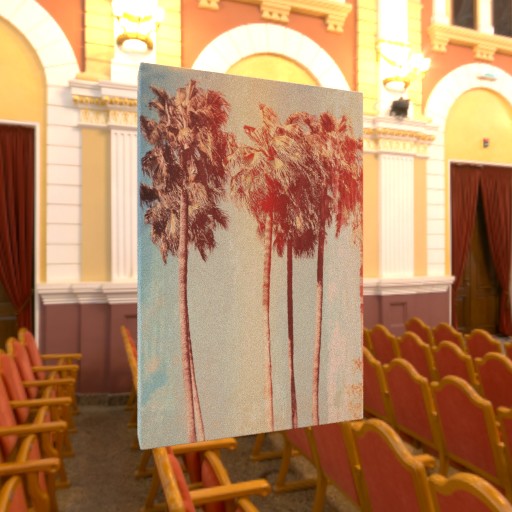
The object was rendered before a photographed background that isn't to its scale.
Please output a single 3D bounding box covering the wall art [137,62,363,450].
[{"bbox_3d":[0.000,0.000,0.490,0.251,0.380,0.039,0,0,-19],"label":"wall art"}]
